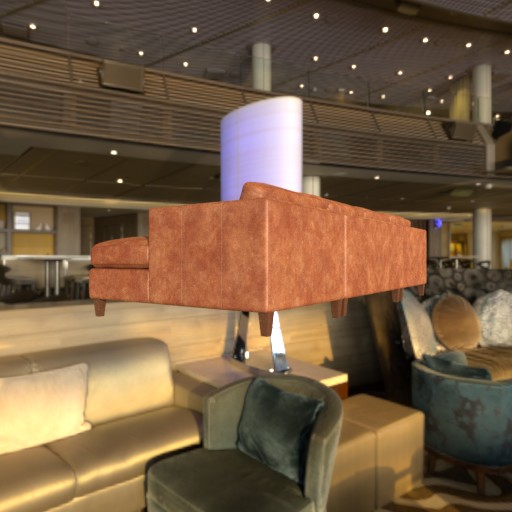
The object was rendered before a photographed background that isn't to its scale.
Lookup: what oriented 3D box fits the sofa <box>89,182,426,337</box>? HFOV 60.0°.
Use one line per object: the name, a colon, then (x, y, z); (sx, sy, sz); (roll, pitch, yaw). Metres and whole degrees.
sofa: (0.000, 0.000, 4.390); (2.452, 0.888, 3.324); (0, 0, 35)
